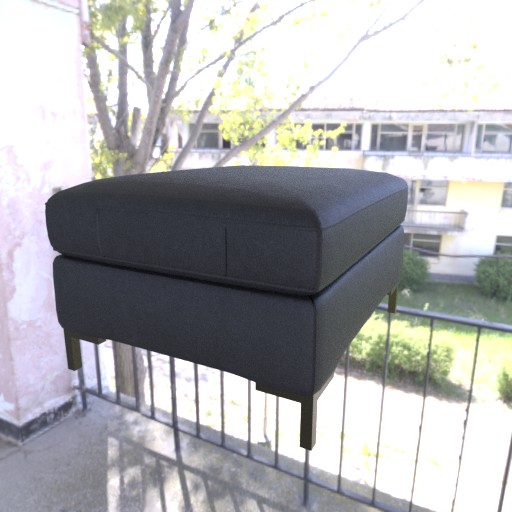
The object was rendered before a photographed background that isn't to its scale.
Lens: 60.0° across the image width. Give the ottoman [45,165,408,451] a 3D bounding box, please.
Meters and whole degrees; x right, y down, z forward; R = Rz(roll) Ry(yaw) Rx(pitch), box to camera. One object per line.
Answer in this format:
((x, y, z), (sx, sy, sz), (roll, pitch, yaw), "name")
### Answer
((0.000, 0.000, 1.784), (0.967, 0.696, 1.187), (8, 16, 27), "ottoman")
